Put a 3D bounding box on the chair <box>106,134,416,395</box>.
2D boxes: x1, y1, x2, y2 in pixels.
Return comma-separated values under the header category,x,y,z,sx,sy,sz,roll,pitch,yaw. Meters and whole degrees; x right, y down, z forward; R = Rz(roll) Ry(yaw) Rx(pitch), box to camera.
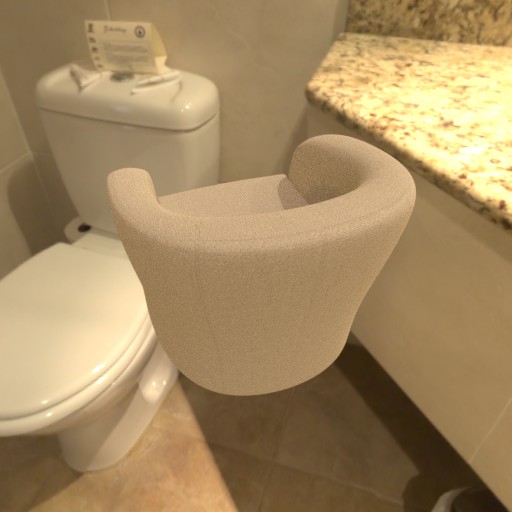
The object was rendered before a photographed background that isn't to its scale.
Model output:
category,x,y,z,sx,sy,sz,roll,pitch,yaw
chair,0.000,0.000,1.403,0.791,0.771,0.815,-13,43,-15
